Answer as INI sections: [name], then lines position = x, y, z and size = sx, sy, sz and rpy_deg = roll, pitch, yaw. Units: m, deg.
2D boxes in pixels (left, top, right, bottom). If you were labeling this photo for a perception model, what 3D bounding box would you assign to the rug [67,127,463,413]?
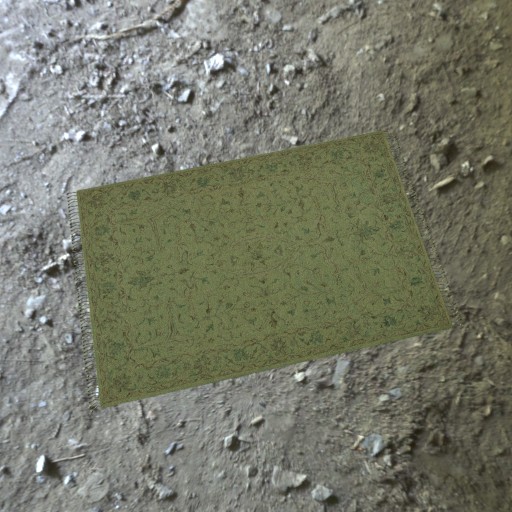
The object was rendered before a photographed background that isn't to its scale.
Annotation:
[rug]
position = 0.000, 0.000, 3.022
size = 2.435, 0.010, 1.544
rpy_deg = -12, 73, -4
